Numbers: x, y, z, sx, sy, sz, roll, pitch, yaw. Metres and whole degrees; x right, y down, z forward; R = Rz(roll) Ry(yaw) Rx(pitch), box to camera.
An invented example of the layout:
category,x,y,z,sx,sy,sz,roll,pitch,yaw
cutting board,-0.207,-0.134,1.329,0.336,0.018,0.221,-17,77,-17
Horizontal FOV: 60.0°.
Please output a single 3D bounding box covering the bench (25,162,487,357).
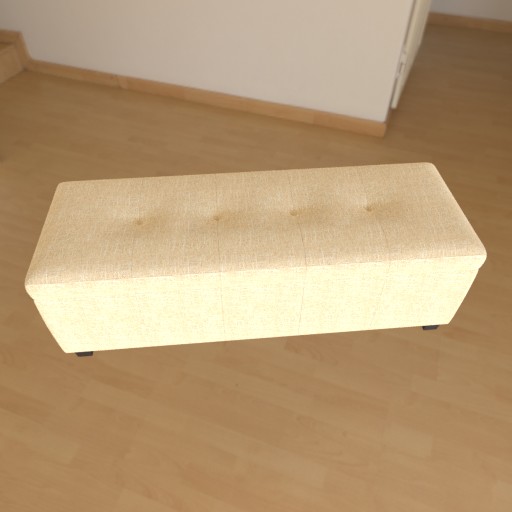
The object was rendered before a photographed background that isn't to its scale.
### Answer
category,x,y,z,sx,sy,sz,roll,pitch,yaw
bench,0.000,0.000,1.414,1.219,0.406,0.432,-4,47,-3
